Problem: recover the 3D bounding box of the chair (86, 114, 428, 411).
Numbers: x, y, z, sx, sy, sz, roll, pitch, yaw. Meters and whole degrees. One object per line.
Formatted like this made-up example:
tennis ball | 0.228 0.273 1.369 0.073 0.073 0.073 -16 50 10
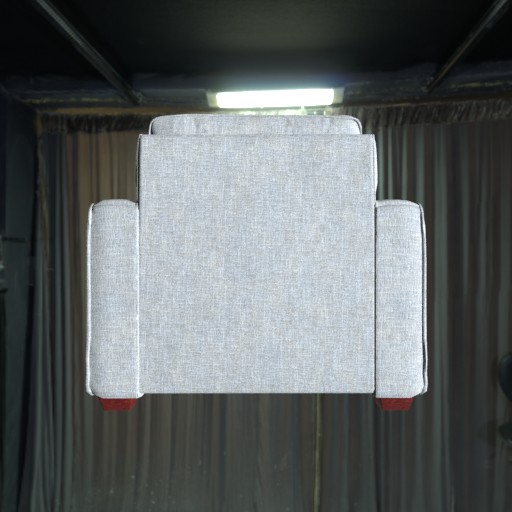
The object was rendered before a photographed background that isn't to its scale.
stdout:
chair | 0.000 0.000 1.734 1.016 0.914 0.940 0 0 0
